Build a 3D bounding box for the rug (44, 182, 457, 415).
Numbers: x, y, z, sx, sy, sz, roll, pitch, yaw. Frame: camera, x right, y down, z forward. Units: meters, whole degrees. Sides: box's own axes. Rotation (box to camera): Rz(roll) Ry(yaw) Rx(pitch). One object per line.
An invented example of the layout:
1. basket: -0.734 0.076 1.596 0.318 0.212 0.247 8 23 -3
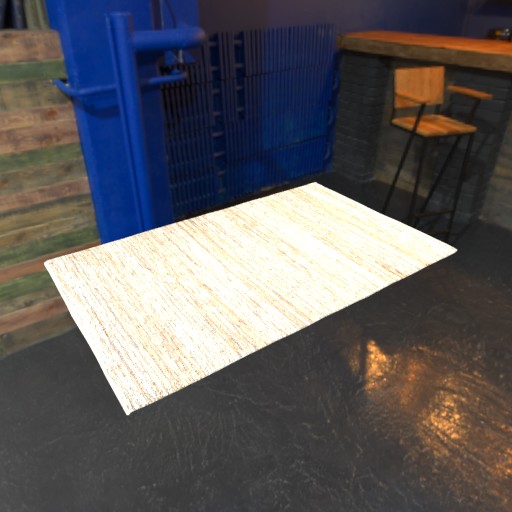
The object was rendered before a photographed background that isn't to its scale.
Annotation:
1. rug: 0.000 0.000 3.056 2.446 0.009 1.529 -20 37 -29
